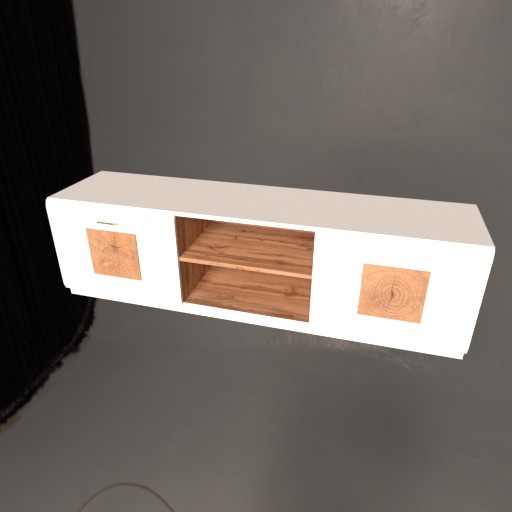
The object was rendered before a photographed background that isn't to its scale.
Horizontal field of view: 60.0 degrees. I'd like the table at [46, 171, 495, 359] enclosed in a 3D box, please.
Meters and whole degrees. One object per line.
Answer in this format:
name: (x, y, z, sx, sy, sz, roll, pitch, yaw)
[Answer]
table: (0.000, 0.000, 1.727, 1.550, 0.440, 0.400, 7, 28, 14)
